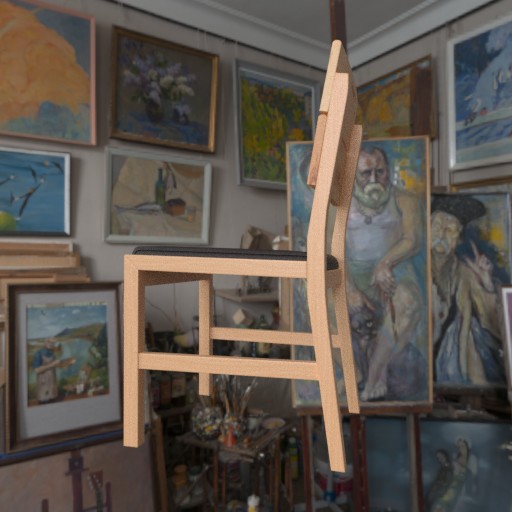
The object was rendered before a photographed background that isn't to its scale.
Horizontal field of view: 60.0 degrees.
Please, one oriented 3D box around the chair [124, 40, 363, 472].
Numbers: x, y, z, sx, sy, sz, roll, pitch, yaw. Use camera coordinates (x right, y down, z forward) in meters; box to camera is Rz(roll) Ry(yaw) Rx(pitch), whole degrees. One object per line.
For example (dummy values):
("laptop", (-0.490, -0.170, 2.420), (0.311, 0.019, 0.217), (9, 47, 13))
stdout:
("chair", (0.000, 0.000, 1.253), (0.560, 0.950, 0.475), (0, -1, 18))
